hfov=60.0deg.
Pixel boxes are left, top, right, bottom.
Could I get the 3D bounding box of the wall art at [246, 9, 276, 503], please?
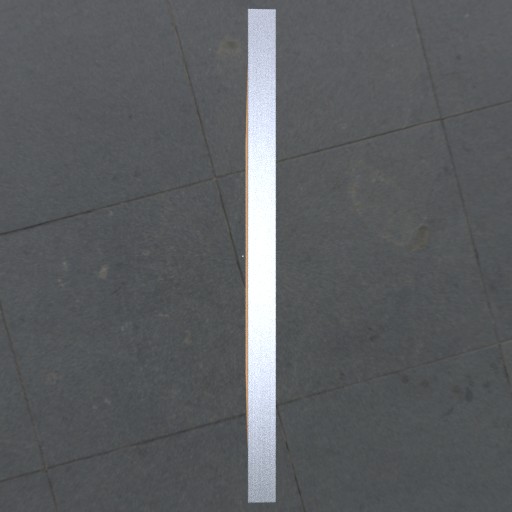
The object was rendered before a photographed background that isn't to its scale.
[{"bbox_3d":[0.000,0.000,0.728,0.032,0.456,0.557,0,90,-2],"label":"wall art"}]
